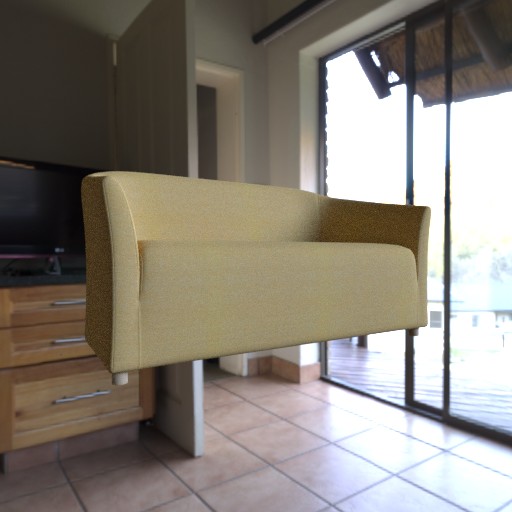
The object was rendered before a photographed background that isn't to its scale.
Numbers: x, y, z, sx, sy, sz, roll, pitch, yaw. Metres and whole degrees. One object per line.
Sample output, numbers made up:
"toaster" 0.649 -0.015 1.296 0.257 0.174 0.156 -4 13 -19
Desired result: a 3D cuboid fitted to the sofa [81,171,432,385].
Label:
"sofa" 0.000 0.000 1.879 1.452 0.721 0.705 0 0 -34
